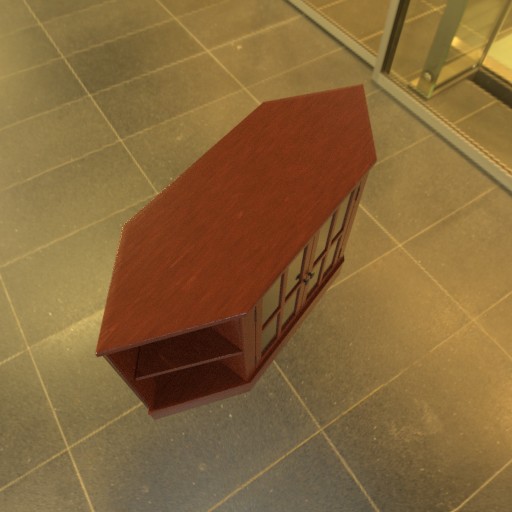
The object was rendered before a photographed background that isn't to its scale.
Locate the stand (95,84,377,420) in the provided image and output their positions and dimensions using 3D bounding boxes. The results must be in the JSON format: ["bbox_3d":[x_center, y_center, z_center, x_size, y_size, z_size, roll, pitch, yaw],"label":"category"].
[{"bbox_3d":[0.000,0.000,1.377,0.381,0.614,1.072,33,63,19],"label":"stand"}]
